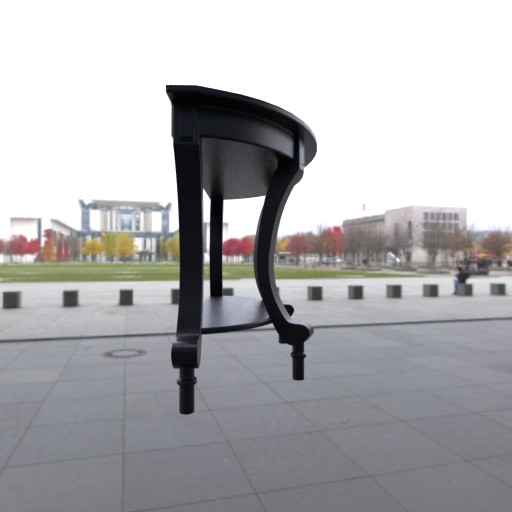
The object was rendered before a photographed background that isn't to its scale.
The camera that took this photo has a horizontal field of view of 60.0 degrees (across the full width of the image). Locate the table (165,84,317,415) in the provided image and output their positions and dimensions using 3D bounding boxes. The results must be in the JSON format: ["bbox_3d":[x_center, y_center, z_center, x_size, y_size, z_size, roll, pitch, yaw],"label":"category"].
[{"bbox_3d":[0.000,0.000,1.501,0.394,0.692,1.198,0,0,-1],"label":"table"}]
